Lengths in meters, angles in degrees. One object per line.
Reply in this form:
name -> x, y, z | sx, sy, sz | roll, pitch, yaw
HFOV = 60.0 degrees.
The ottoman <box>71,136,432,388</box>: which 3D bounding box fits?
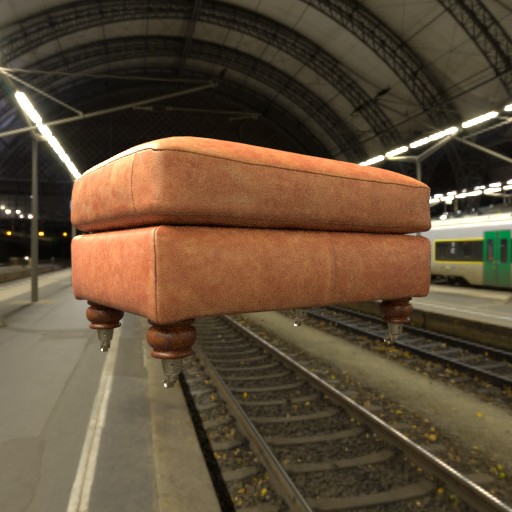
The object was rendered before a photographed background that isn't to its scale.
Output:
ottoman -> 0.000, 0.000, 1.196 | 0.852, 0.507, 0.565 | 0, 1, -37
